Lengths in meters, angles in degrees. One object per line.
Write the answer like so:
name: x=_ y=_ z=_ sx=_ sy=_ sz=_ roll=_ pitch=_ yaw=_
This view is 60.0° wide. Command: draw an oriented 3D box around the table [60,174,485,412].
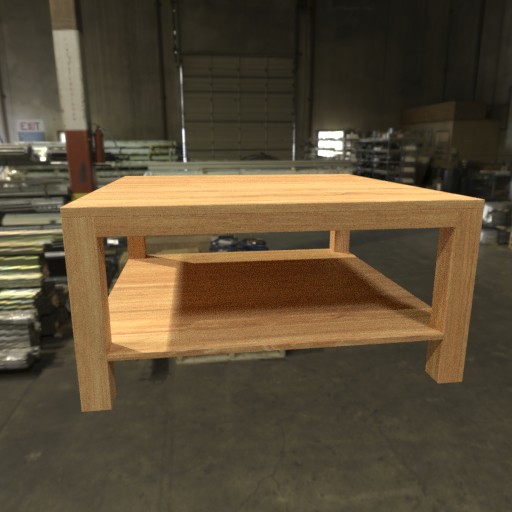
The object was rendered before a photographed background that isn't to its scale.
table: x=0.000 y=0.000 z=1.410 sx=0.900 sy=0.450 sz=0.900 roll=-2 pitch=14 yaw=-8
